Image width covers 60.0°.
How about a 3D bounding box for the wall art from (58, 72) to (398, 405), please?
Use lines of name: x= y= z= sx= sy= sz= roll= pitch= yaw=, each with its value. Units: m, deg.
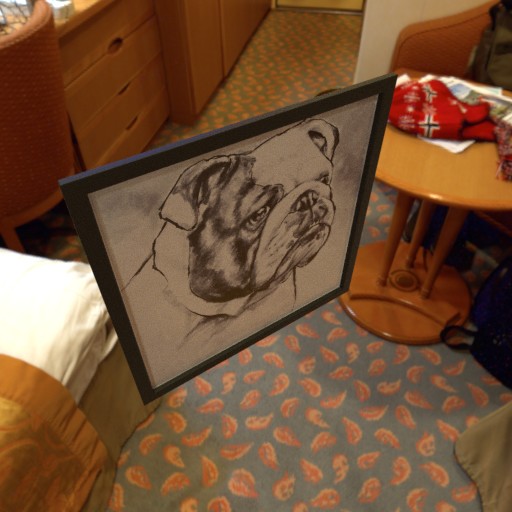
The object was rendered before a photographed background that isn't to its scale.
wall art: x=0.000 y=0.000 z=0.981 sx=0.663 sy=0.659 sz=0.016 roll=-25 pitch=50 yaw=-23
